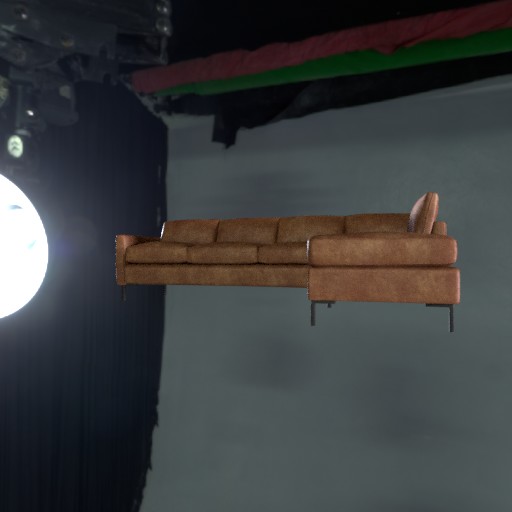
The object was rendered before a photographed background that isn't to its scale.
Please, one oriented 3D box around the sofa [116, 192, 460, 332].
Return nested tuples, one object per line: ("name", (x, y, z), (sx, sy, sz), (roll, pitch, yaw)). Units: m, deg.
("sofa", (0.000, 0.000, 3.806), (2.984, 0.877, 1.938), (0, -1, 18))
